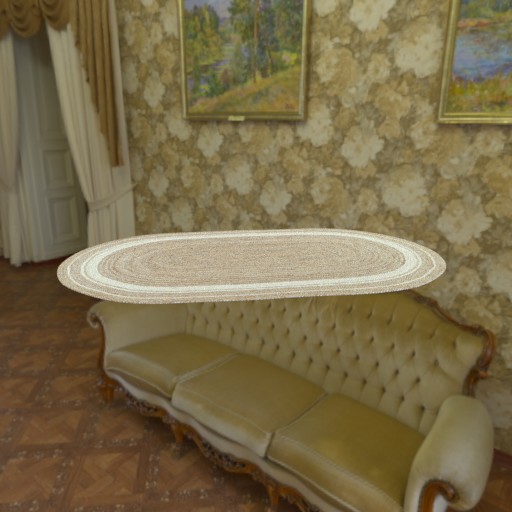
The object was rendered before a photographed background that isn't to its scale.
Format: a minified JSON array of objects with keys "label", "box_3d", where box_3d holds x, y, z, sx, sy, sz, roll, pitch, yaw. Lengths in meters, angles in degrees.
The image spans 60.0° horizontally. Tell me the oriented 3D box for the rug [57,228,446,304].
[{"label":"rug","box_3d":[0.000,0.000,2.911,2.432,0.006,1.520,-2,16,-8]}]
